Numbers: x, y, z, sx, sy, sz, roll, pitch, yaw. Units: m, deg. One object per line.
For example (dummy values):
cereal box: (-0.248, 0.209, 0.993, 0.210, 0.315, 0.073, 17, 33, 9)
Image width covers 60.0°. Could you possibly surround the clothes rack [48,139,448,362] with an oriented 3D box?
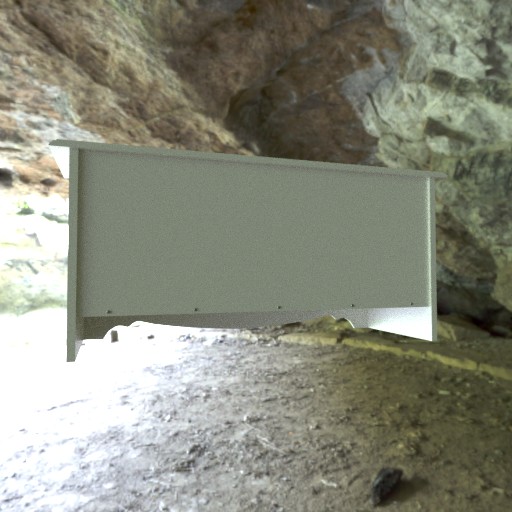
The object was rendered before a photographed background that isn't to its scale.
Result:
clothes rack: (0.000, 0.000, 1.472, 1.218, 0.558, 0.405, 1, -2, -18)
